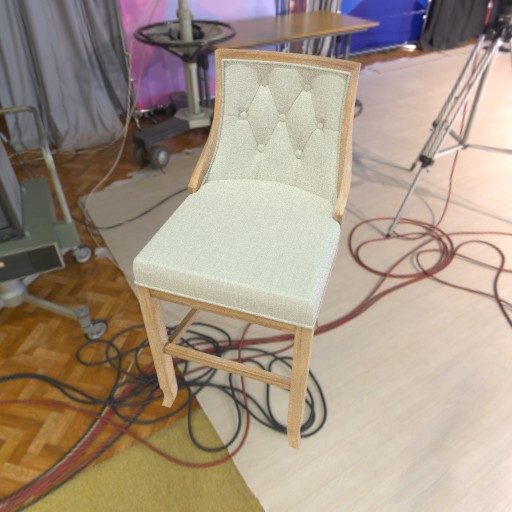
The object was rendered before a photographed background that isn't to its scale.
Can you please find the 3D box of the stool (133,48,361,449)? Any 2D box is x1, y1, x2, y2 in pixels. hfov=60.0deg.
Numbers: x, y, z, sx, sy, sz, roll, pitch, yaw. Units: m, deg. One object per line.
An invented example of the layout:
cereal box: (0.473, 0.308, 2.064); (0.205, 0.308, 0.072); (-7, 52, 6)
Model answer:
stool: (0.000, 0.000, 1.453); (0.524, 1.101, 0.626); (12, 42, 14)
